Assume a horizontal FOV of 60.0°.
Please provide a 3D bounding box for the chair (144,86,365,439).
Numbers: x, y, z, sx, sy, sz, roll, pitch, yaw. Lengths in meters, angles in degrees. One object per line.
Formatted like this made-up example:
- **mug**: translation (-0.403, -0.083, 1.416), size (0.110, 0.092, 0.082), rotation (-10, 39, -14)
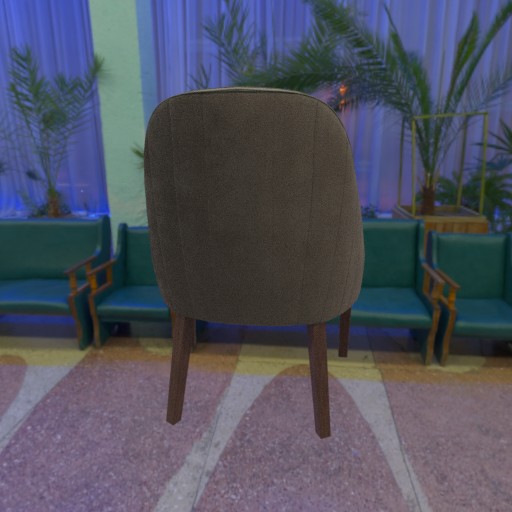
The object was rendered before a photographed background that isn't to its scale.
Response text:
- **chair**: translation (0.000, 0.000, 1.294), size (0.643, 0.889, 0.575), rotation (2, 17, 8)
